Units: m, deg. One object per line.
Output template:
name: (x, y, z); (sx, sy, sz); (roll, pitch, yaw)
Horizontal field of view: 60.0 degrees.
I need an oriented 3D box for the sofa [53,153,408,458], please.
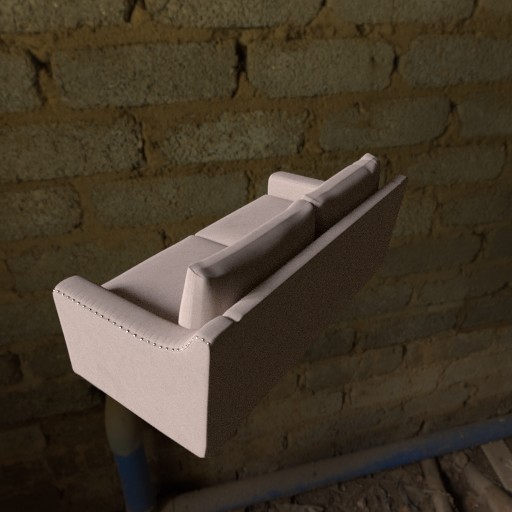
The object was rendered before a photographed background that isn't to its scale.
sofa: (0.000, 0.000, 2.573); (1.030, 0.901, 1.967); (20, 36, 30)
